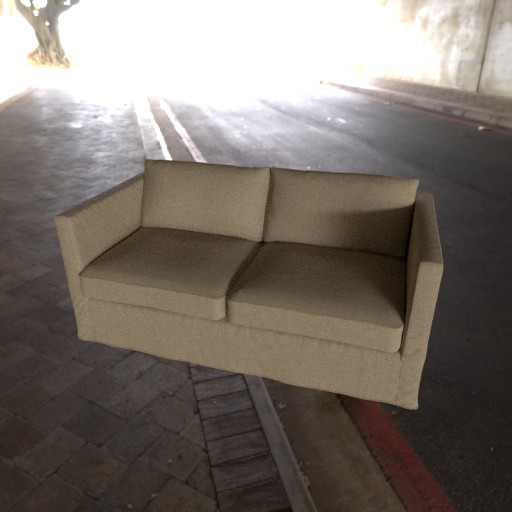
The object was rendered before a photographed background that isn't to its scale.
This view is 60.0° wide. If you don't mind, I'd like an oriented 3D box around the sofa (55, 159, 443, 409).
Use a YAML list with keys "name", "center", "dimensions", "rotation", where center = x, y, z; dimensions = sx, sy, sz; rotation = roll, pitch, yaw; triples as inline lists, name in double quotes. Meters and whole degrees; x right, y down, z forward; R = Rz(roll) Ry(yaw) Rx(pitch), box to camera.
- name: "sofa"
  center: [0.000, 0.000, 2.370]
  dimensions: [1.766, 0.828, 0.956]
  rotation: [8, 27, 15]
